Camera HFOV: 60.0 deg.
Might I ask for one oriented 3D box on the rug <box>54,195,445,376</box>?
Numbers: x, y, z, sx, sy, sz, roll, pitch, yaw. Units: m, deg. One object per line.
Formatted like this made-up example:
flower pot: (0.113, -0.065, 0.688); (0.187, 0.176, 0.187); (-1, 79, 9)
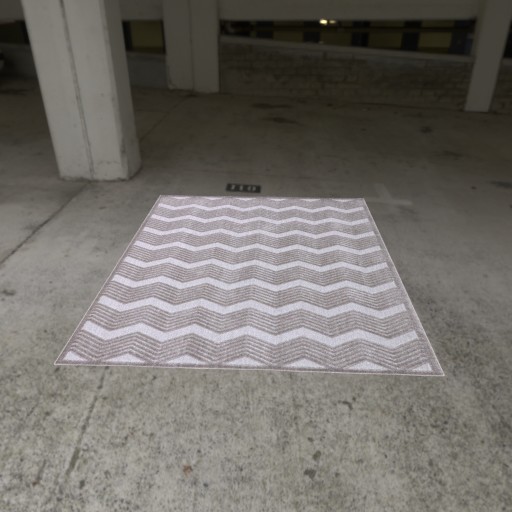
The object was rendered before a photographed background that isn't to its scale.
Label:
rug: (0.000, 0.000, 3.960); (2.391, 0.005, 2.880); (1, 29, 2)
